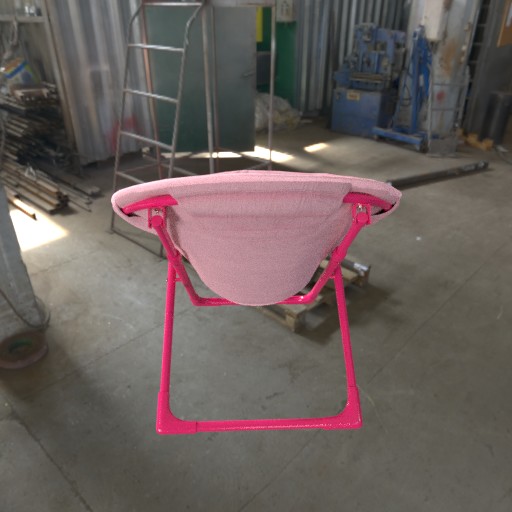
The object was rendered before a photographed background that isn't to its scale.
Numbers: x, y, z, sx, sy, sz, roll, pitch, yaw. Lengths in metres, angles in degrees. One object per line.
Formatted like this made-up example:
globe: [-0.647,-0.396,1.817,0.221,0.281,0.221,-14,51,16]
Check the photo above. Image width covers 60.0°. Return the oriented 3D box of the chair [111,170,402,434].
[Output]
chair: [0.000,0.000,0.888,0.522,0.494,0.459,-1,29,-2]
